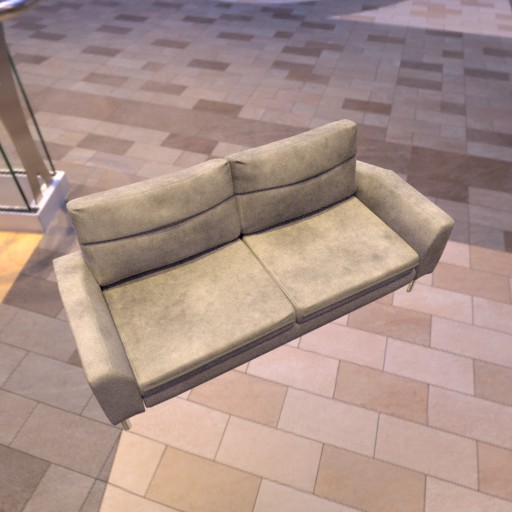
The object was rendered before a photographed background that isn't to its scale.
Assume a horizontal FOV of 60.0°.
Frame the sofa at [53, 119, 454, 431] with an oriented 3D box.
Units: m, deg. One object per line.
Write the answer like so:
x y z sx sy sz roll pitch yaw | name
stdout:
0.000 0.000 2.266 1.837 0.859 0.849 -21 50 -20 | sofa
